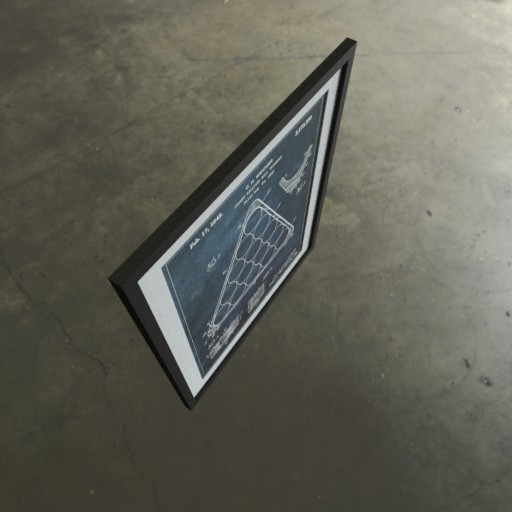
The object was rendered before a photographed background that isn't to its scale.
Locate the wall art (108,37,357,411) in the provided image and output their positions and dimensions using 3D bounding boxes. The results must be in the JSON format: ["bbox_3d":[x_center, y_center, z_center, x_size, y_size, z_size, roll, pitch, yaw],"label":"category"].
[{"bbox_3d":[0.000,0.000,1.207,0.028,0.863,0.755,31,64,17],"label":"wall art"}]
